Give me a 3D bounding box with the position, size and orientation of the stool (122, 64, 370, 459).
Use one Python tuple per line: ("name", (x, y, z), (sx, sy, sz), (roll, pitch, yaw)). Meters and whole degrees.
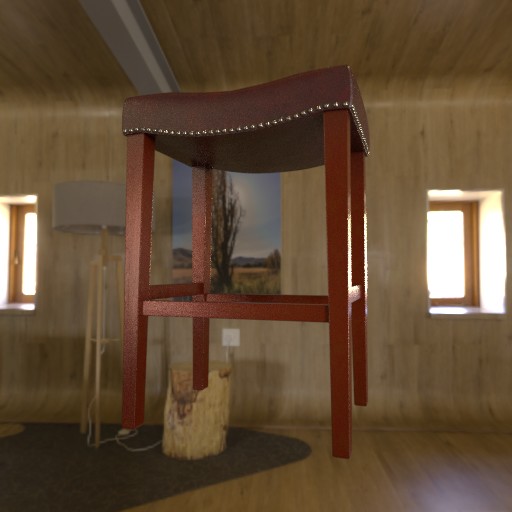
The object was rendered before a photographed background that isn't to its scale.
("stool", (0.000, 0.000, 1.049), (0.504, 0.742, 0.372), (-1, -2, 19))
